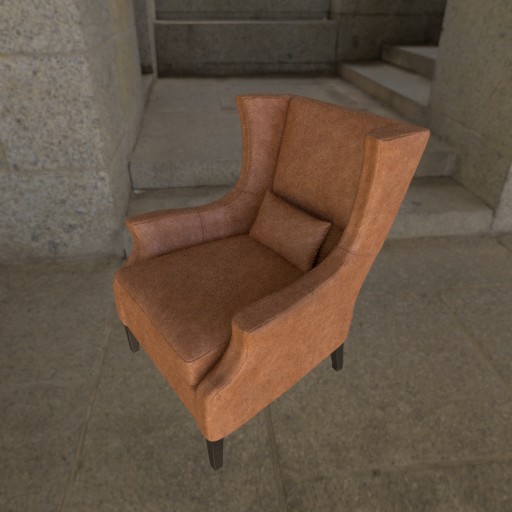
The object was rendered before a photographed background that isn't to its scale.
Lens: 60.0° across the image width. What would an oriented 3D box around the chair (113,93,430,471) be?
[{"bbox_3d":[0.000,0.000,1.674,0.926,1.016,0.853,-21,37,-30],"label":"chair"}]
